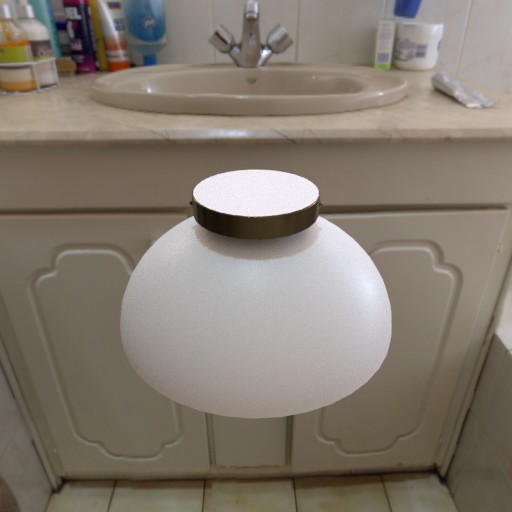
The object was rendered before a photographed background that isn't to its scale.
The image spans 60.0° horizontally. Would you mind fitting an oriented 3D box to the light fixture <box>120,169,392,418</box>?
[{"bbox_3d":[0.000,0.000,0.559,0.355,0.177,0.355,0,30,0],"label":"light fixture"}]
